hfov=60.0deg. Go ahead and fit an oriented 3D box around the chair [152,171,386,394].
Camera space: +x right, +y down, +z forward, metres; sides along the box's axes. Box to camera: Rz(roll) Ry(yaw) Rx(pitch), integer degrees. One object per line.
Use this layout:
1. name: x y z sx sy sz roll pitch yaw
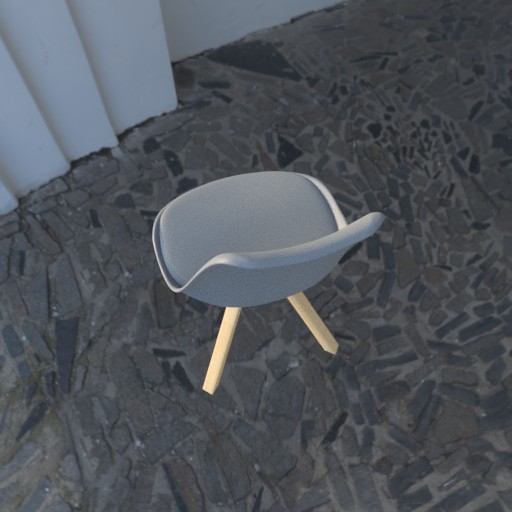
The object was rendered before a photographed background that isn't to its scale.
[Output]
1. chair: 0.000 0.000 1.148 0.485 0.850 0.549 -16 59 -9
